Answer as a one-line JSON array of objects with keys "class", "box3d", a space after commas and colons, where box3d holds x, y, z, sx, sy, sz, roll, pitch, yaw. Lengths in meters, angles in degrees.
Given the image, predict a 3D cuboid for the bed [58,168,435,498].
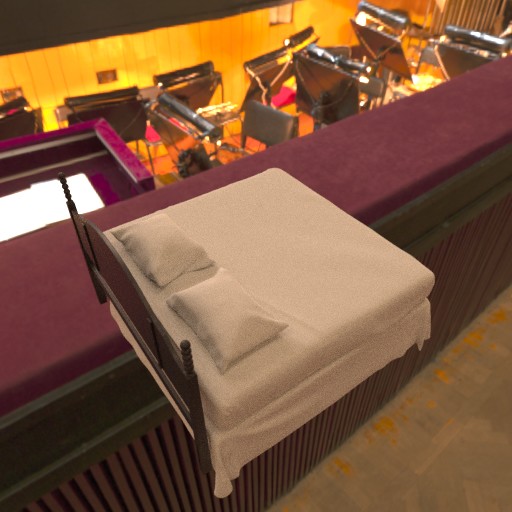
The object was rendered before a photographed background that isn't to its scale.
[{"class": "bed", "box3d": [0.000, 0.000, 3.539, 2.219, 1.355, 2.322, -25, 47, -26]}]
